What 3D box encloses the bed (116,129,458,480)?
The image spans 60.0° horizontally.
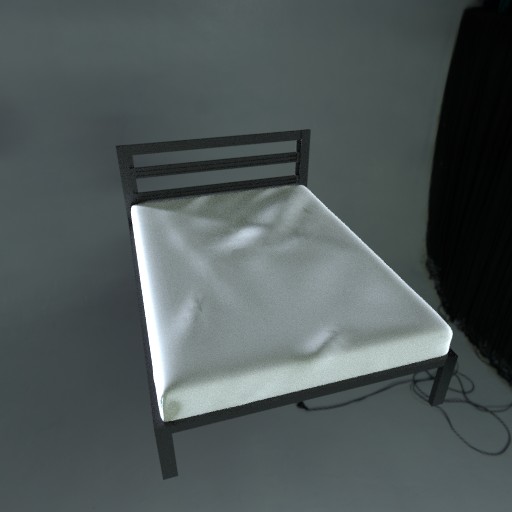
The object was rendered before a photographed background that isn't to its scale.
[{"bbox_3d":[0.000,0.000,2.839,1.524,0.967,2.062,-9,32,-14],"label":"bed"}]
